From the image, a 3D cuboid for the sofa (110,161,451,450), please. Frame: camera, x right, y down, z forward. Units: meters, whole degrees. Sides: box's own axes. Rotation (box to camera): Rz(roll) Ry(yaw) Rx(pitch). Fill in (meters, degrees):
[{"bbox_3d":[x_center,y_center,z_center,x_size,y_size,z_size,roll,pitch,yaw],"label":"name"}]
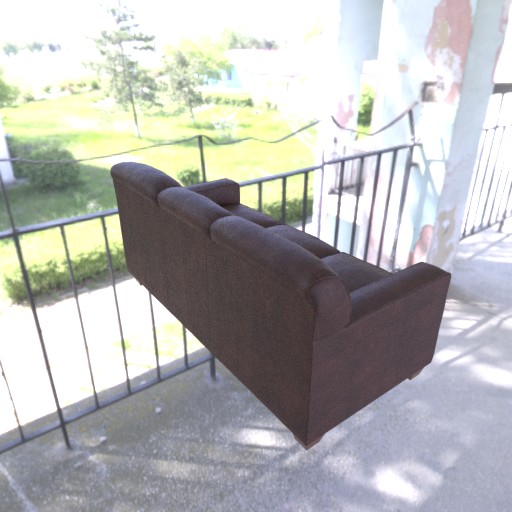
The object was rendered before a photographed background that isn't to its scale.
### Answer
[{"bbox_3d":[0.000,0.000,2.724,1.008,0.953,2.039,-18,32,-32],"label":"sofa"}]
